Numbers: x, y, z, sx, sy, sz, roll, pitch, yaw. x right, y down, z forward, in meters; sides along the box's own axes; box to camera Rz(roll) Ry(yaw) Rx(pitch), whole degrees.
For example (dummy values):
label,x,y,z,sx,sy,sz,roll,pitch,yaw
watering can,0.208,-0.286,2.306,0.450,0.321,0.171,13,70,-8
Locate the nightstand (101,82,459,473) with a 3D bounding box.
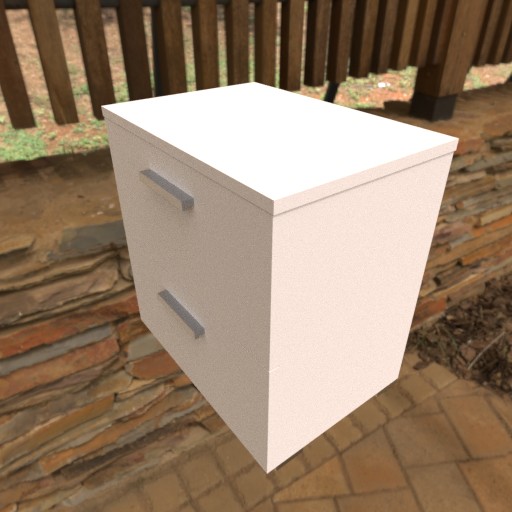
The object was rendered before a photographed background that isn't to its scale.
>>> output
label,x,y,z,sx,sy,sz,roll,pitch,yaw
nightstand,0.000,0.000,0.763,0.325,0.460,0.441,-22,39,-31
